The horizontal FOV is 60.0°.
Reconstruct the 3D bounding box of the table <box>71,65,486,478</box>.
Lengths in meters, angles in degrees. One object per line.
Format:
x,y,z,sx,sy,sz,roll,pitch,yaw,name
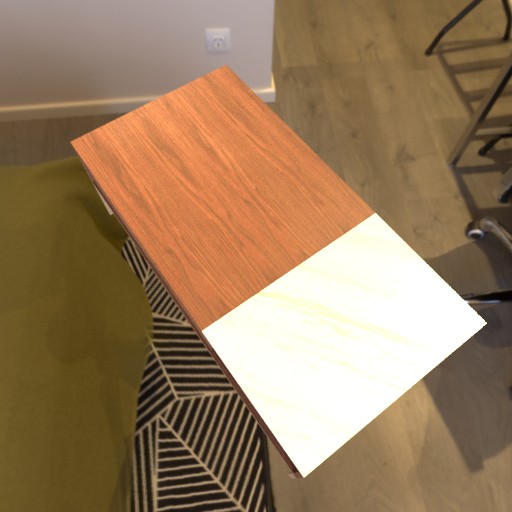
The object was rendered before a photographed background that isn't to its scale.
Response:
0.000,0.000,1.918,0.789,0.551,1.553,-33,68,-16,table
